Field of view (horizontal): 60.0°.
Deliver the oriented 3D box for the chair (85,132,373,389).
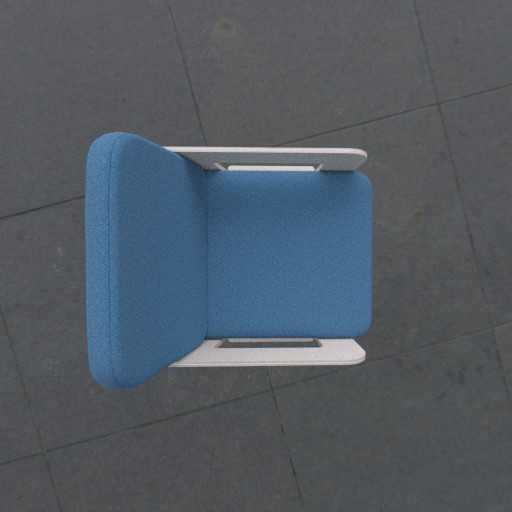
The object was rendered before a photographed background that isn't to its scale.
[{"bbox_3d":[0.000,0.000,1.180,0.657,0.747,0.547,0,92,-2],"label":"chair"}]
